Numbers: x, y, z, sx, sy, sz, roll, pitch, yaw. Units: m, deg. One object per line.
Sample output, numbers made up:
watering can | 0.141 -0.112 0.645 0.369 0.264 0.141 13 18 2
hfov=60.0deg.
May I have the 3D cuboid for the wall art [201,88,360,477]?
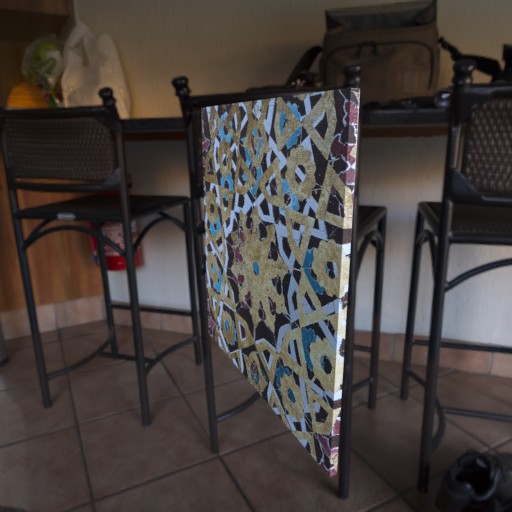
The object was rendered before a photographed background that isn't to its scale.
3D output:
wall art | 0.000 0.000 0.615 0.010 0.406 0.404 -7 17 -24
